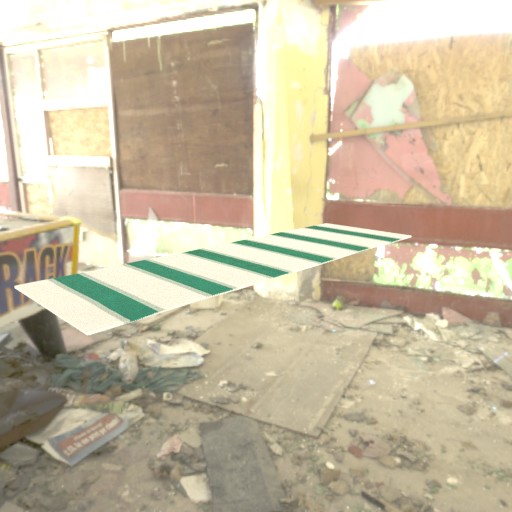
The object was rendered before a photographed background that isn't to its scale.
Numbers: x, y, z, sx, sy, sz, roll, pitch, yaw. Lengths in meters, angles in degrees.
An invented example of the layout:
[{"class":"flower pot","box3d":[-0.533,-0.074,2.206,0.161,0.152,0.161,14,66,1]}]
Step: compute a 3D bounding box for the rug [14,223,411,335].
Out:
[{"class":"rug","box3d":[0.000,0.000,2.646,0.768,0.012,2.438,13,19,43]}]
